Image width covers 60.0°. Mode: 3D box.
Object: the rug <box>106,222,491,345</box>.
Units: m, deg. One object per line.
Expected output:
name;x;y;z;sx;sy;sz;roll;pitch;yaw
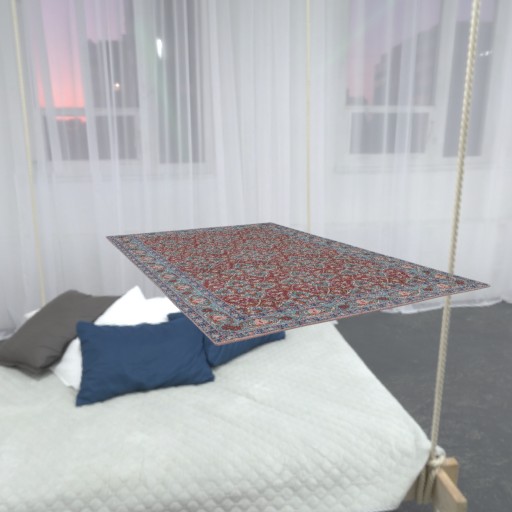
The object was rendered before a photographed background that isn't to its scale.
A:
rug;0.000;0.000;2.323;1.219;0.009;1.829;-7;15;-27
